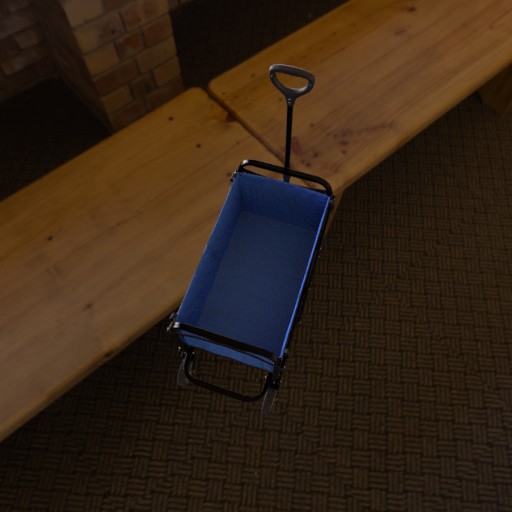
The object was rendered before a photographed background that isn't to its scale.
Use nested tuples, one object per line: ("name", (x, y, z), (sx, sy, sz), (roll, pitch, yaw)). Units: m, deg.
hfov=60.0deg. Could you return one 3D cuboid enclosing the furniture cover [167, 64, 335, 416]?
("furniture cover", (0.000, 0.000, 1.839), (0.532, 1.295, 1.038), (16, 65, 8))
